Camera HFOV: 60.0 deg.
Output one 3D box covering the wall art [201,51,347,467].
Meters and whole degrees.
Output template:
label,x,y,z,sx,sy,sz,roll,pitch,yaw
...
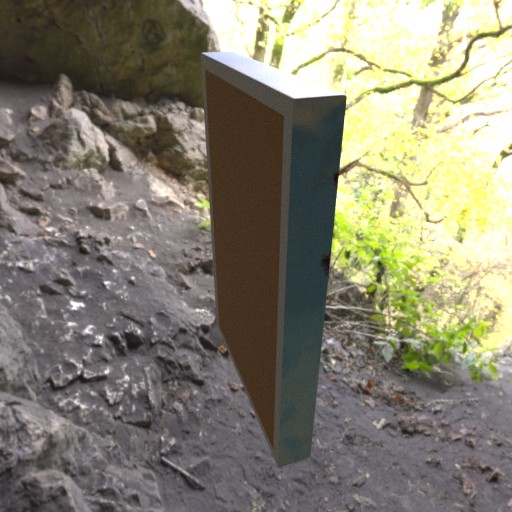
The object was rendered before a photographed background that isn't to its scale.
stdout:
label,x,y,z,sx,sy,sz,roll,pitch,yaw
wall art,0.000,0.000,0.482,0.039,0.380,0.251,-10,33,-17
